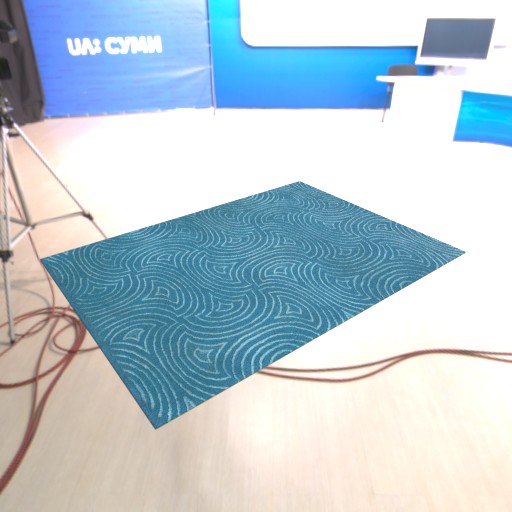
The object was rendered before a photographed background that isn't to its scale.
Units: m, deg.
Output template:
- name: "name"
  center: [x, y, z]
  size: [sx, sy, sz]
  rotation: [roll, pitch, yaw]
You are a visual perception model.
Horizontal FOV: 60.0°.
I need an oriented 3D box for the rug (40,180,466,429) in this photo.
- name: "rug"
  center: [0.000, 0.000, 2.744]
  size: [2.144, 0.015, 1.543]
  rotation: [-22, 37, -32]
